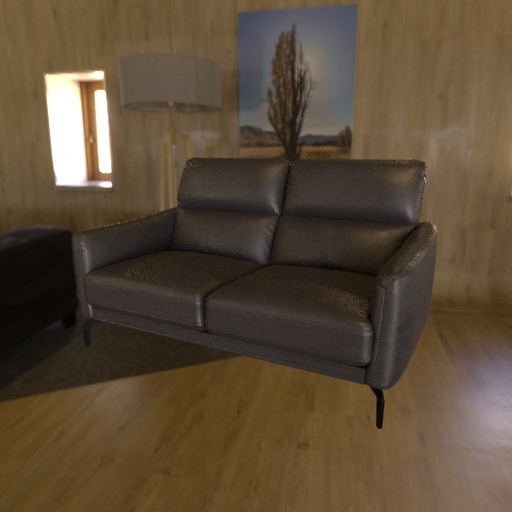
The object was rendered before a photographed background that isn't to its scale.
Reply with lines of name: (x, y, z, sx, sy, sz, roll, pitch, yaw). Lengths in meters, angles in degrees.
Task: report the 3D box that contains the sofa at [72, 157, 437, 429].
sofa: (0.000, 0.000, 2.167, 1.596, 0.920, 0.958, 7, 15, 27)
